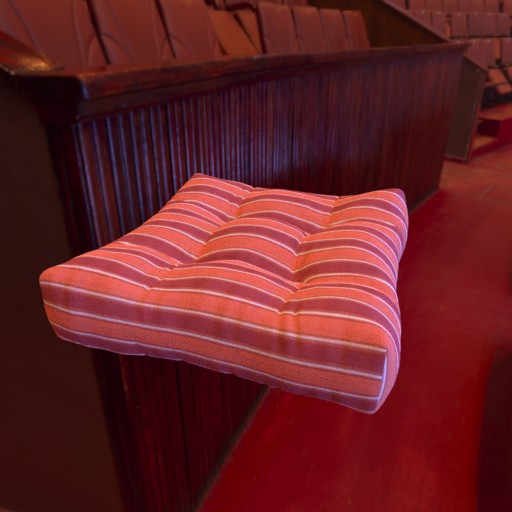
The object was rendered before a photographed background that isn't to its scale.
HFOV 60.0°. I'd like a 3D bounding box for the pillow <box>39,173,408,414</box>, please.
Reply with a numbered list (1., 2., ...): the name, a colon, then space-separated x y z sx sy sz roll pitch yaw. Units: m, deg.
1. pillow: 0.000 0.000 0.726 0.468 0.133 0.490 8 28 16
